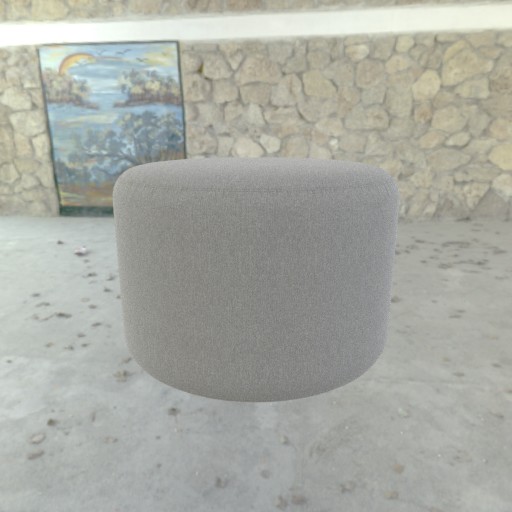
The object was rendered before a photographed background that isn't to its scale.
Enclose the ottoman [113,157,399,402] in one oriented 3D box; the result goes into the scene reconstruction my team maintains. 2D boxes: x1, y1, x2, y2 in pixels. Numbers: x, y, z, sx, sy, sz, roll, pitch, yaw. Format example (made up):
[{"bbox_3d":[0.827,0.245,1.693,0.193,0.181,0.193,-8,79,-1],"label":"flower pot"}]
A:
[{"bbox_3d":[0.000,0.000,1.021,0.608,0.433,0.608,0,15,0],"label":"ottoman"}]
